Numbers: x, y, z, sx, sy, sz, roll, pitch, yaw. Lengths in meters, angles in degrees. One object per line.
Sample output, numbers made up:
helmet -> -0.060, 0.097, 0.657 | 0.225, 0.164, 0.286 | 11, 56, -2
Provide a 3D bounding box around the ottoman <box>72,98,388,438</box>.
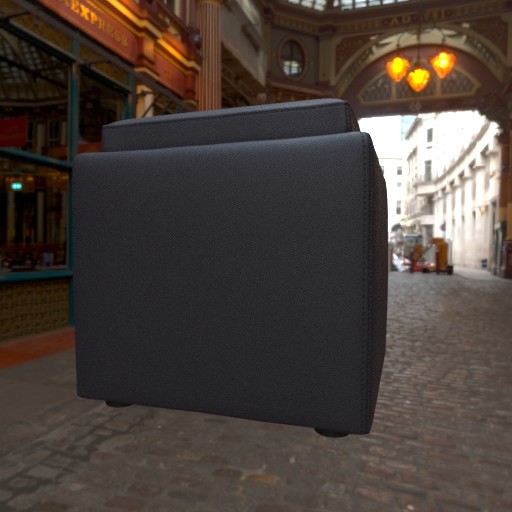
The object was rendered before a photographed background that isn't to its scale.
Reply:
ottoman -> 0.000, 0.000, 0.805 | 0.450, 0.460, 0.451 | 0, 2, 19
